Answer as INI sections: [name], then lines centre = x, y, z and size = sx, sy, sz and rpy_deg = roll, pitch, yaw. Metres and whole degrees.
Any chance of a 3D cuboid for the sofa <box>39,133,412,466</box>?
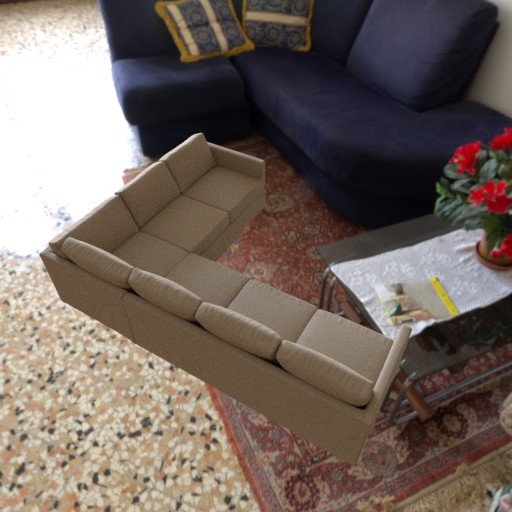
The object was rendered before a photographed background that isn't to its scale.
[sofa]
centre = 0.000, 0.000, 4.352
size = 3.182, 0.871, 2.432
rpy_deg = 22, 48, 21
